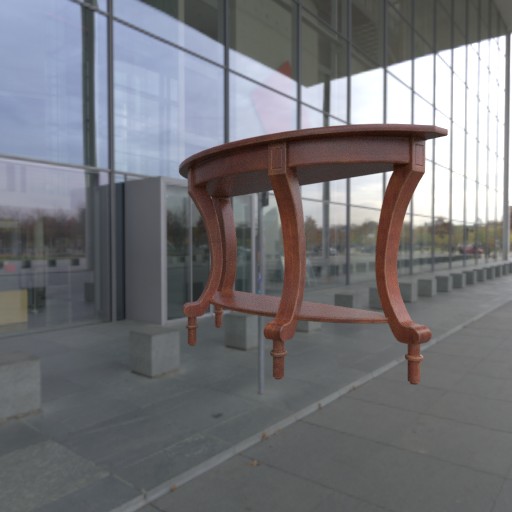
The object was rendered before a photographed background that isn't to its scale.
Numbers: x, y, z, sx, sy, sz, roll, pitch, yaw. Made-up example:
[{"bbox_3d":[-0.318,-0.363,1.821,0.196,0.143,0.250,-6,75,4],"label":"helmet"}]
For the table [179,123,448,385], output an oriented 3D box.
[{"bbox_3d":[0.000,0.000,1.559,0.394,0.699,1.198,-1,2,-36],"label":"table"}]
